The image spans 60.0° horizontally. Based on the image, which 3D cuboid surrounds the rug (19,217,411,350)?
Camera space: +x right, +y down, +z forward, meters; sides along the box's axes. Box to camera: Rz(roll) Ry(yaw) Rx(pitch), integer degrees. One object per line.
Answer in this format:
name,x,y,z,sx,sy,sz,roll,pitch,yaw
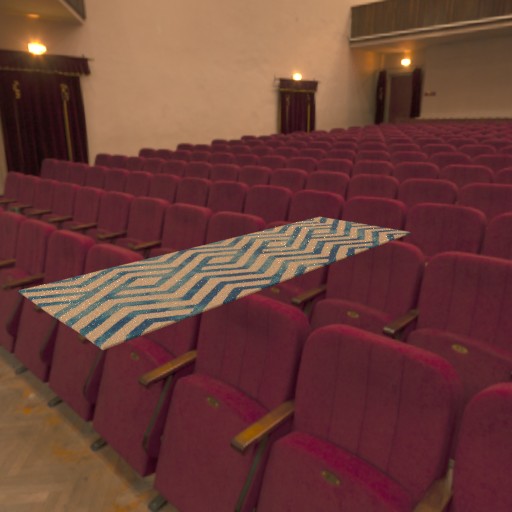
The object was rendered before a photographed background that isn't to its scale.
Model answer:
rug,0.000,0.000,1.649,0.503,0.007,1.492,15,22,42
